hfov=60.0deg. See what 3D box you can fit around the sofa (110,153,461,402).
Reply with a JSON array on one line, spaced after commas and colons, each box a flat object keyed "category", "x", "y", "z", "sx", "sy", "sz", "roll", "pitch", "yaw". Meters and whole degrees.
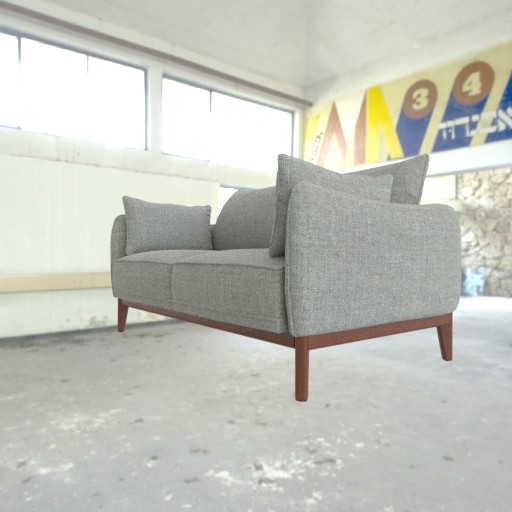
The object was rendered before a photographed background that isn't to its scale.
[{"category": "sofa", "x": 0.000, "y": 0.000, "z": 2.126, "sx": 0.972, "sy": 0.851, "sz": 1.580, "roll": 0, "pitch": 0, "yaw": -37}]
